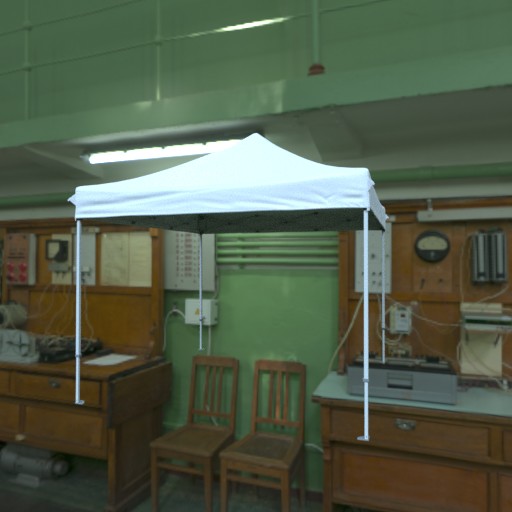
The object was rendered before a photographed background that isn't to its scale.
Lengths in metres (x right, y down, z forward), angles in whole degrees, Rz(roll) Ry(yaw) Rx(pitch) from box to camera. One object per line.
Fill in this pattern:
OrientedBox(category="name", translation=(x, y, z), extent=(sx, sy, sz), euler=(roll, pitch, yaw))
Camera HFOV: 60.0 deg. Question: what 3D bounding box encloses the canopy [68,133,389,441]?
OrientedBox(category="canopy", translation=(0.000, 0.000, 5.397), extent=(2.994, 2.998, 2.996), euler=(0, -1, 19))
